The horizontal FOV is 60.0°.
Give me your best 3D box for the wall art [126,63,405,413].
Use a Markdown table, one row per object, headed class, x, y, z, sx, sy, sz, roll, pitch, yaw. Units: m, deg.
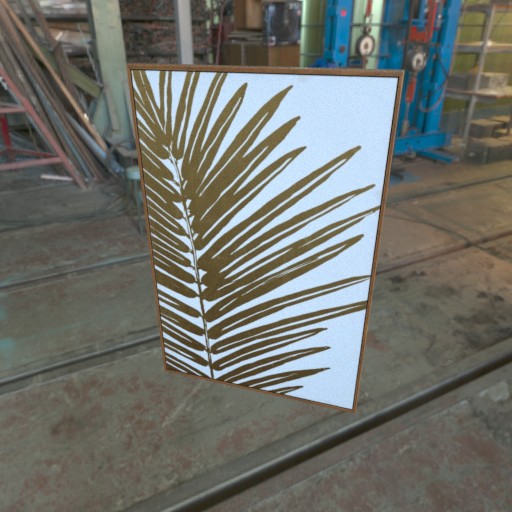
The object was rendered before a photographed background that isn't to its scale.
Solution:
| class | x | y | z | sx | sy | sz | roll | pitch | yaw |
| --- | --- | --- | --- | --- | --- | --- | --- | --- | --- |
| wall art | 0.000 | 0.000 | 1.161 | 0.610 | 0.914 | 0.037 | 8 | 29 | 15 |
